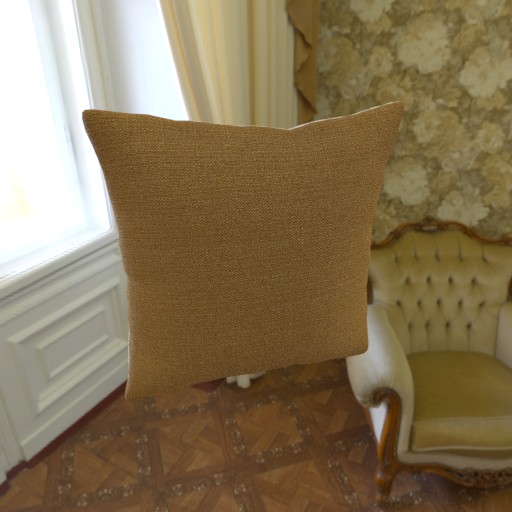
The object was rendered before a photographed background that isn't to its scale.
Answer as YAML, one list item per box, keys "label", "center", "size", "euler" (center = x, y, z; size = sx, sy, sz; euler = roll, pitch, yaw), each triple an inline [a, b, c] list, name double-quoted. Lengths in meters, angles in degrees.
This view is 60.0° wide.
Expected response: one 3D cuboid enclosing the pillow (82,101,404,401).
- label: "pillow"
  center: [0.000, 0.000, 0.664]
  size: [0.432, 0.437, 0.147]
  euler: [-8, 26, -16]
